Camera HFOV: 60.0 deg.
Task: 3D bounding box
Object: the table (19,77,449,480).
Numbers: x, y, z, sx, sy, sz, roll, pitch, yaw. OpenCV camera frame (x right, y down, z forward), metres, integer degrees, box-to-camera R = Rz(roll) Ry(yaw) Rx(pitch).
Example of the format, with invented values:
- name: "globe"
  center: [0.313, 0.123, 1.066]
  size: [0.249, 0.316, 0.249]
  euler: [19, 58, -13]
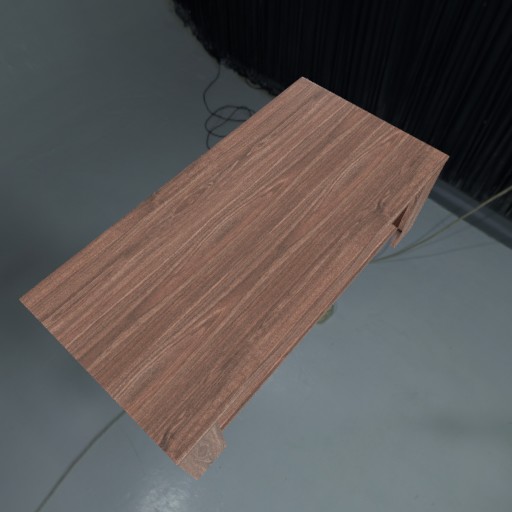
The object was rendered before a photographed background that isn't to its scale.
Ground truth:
- name: "table"
  center: [0.000, 0.000, 1.463]
  size: [0.600, 0.400, 1.200]
  euler: [37, 65, 20]
